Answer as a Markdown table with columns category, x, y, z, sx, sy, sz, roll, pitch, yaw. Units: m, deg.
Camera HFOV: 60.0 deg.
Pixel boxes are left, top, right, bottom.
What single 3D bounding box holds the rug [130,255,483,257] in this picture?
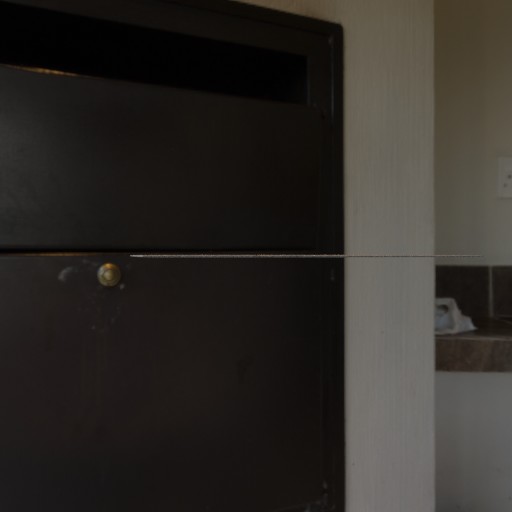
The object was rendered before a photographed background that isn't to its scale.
| category | x | y | z | sx | sy | sz | roll | pitch | yaw |
| --- | --- | --- | --- | --- | --- | --- | --- | --- | --- |
| rug | 0.000 | 0.000 | 3.766 | 2.005 | 0.013 | 2.890 | 0 | 0 | -17 |
